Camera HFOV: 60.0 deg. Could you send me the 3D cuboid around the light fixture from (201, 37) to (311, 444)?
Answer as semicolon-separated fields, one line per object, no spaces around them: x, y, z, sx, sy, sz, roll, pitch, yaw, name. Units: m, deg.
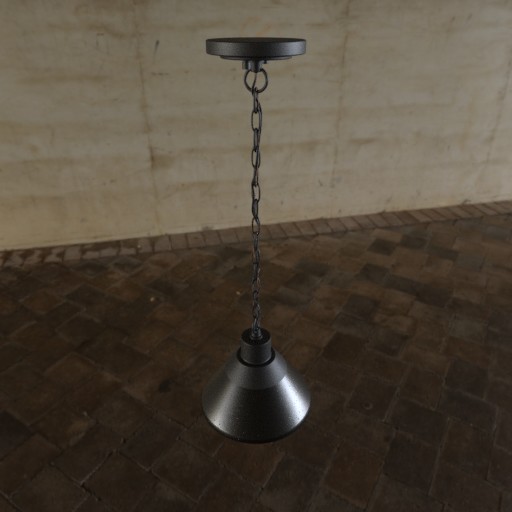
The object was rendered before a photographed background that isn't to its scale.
0.000;0.000;0.670;0.201;0.588;0.201;9;30;17;light fixture
